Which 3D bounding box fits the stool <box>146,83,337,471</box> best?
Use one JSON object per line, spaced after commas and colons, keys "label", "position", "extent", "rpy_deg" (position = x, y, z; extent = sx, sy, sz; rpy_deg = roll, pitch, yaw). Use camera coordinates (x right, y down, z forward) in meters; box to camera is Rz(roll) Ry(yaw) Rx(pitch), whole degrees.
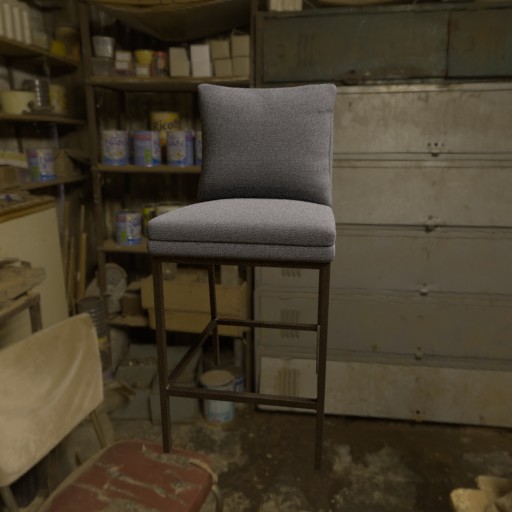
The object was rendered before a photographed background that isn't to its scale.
{"label": "stool", "position": [0.000, 0.000, 1.346], "extent": [0.463, 1.031, 0.569], "rpy_deg": [2, 15, 9]}
